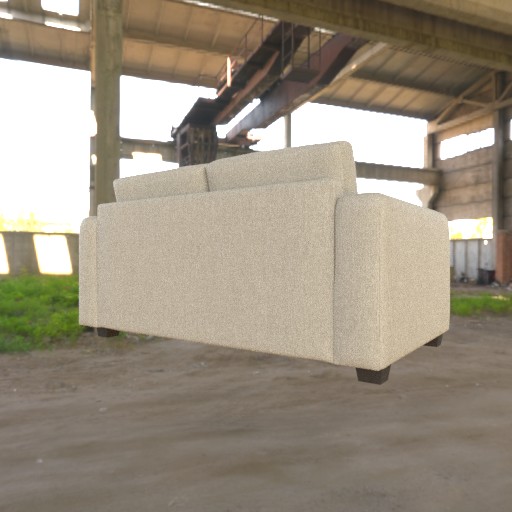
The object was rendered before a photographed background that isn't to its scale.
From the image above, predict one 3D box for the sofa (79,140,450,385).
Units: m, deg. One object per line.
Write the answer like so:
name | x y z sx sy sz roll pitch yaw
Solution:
sofa | 0.000 0.000 2.083 1.540 0.800 0.900 0 0 36
